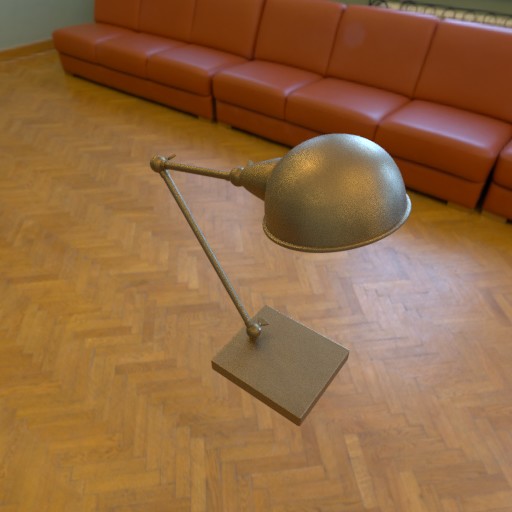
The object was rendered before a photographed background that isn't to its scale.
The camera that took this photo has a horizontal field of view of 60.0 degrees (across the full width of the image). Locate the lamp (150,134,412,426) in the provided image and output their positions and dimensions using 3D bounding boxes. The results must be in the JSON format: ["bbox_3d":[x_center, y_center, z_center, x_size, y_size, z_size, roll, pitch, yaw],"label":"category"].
[{"bbox_3d":[0.000,0.000,0.563,0.339,0.371,0.149,26,47,27],"label":"lamp"}]
